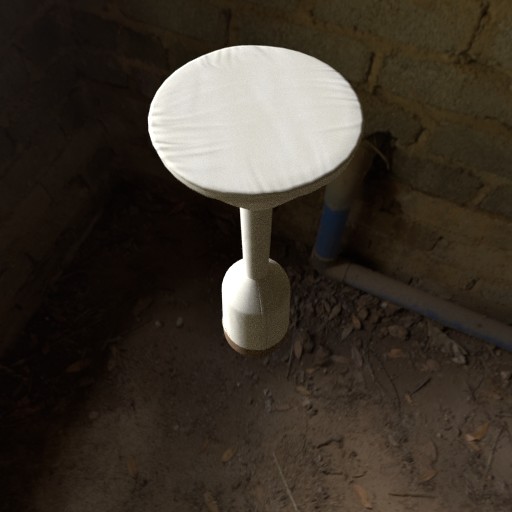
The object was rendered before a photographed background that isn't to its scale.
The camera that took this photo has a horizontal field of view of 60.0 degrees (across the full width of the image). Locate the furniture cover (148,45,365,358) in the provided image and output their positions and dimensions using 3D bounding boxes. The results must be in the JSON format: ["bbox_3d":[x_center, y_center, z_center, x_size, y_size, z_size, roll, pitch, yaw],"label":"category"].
[{"bbox_3d":[0.000,0.000,2.913,0.914,2.413,0.914,-12,60,-7],"label":"furniture cover"}]
